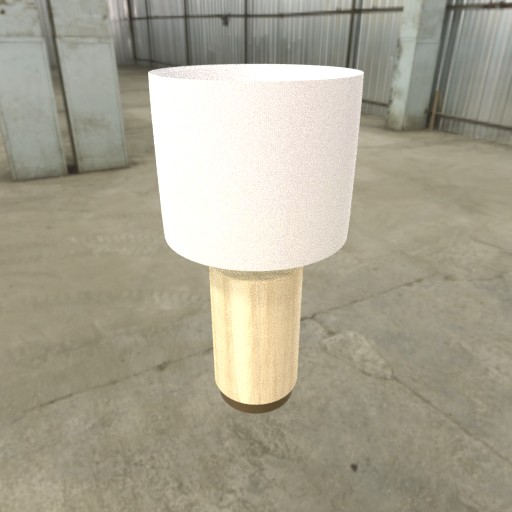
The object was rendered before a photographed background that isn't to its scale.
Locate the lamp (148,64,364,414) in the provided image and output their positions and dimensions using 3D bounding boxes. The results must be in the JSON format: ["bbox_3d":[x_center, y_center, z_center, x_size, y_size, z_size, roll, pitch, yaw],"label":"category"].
[{"bbox_3d":[0.000,0.000,0.575,0.228,0.444,0.228,-1,27,-2],"label":"lamp"}]
